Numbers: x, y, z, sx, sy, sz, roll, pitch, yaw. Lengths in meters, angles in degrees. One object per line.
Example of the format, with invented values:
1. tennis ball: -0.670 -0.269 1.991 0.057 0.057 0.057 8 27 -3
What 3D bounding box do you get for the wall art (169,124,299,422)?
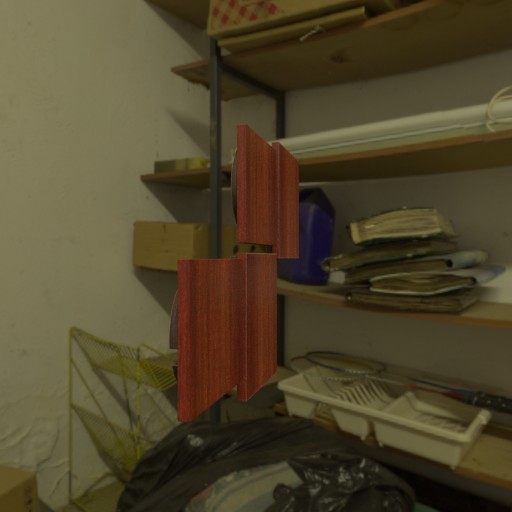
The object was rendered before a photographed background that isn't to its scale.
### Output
1. wall art: 0.000 0.000 0.856 0.030 0.497 0.635 0 0 18
